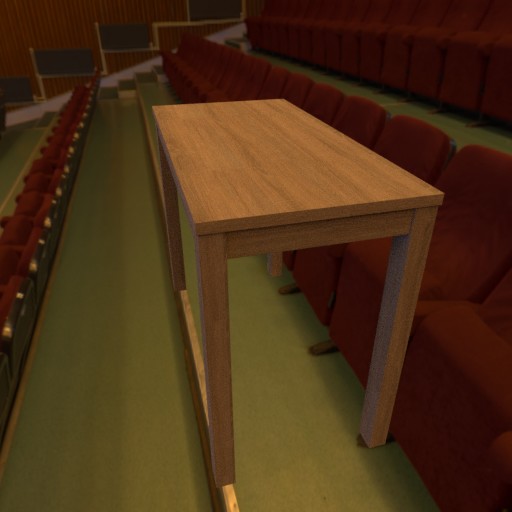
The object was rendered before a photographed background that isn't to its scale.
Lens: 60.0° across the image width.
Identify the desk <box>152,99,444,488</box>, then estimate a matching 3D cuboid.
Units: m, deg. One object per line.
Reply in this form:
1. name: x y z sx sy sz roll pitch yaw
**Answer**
1. desk: 0.000 0.000 1.420 0.495 0.762 0.991 -8 31 -13
